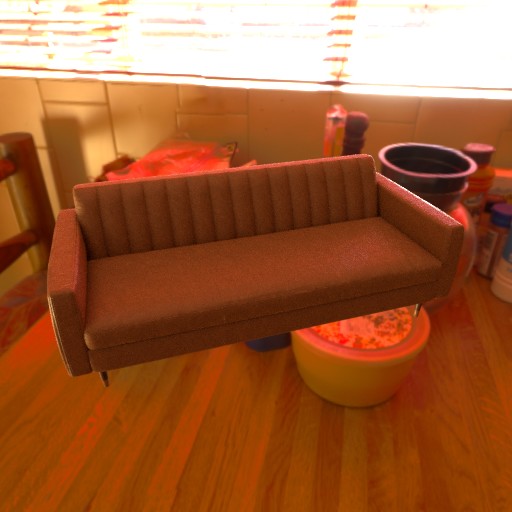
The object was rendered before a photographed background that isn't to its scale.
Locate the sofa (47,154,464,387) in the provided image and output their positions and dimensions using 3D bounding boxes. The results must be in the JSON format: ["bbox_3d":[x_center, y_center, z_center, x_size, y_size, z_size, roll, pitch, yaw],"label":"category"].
[{"bbox_3d":[0.000,0.000,2.722,2.291,0.821,0.990,-9,32,-15],"label":"sofa"}]
